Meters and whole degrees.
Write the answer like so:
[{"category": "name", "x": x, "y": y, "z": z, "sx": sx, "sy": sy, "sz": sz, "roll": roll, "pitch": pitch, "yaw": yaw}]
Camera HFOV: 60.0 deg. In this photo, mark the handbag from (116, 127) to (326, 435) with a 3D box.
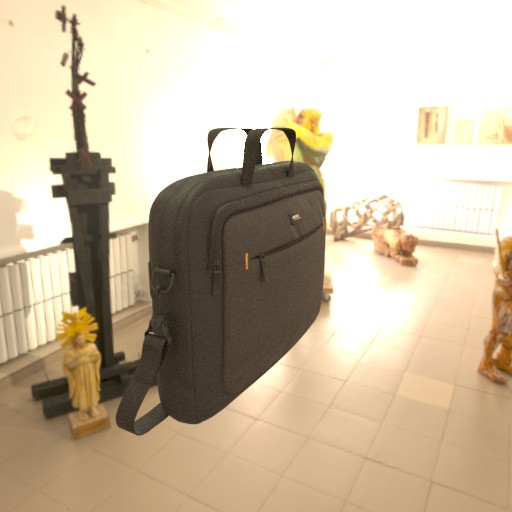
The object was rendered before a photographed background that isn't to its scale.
[{"category": "handbag", "x": 0.000, "y": 0.000, "z": 0.438, "sx": 0.089, "sy": 0.244, "sz": 0.320, "roll": 9, "pitch": 18, "yaw": 28}]
